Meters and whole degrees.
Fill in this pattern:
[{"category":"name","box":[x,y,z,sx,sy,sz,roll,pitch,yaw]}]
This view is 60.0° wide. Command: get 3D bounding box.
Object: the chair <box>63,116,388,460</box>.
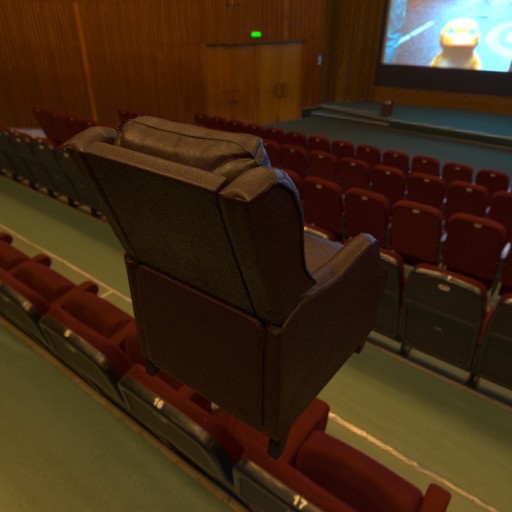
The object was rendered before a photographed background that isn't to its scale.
[{"category":"chair","box":[0.000,0.000,1.726,0.770,1.132,0.982,21,36,32]}]
